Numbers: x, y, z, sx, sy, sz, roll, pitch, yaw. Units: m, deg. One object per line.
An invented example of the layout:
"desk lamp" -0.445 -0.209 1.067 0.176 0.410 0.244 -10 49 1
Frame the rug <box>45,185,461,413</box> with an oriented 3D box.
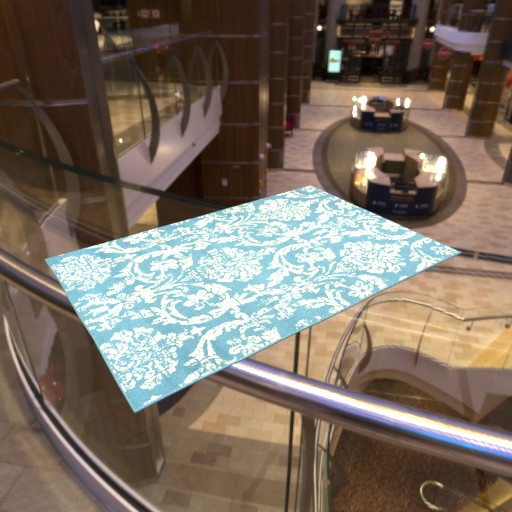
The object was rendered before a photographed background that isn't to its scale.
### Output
"rug" 0.000 0.000 2.333 1.833 0.012 1.211 -20 35 -30
